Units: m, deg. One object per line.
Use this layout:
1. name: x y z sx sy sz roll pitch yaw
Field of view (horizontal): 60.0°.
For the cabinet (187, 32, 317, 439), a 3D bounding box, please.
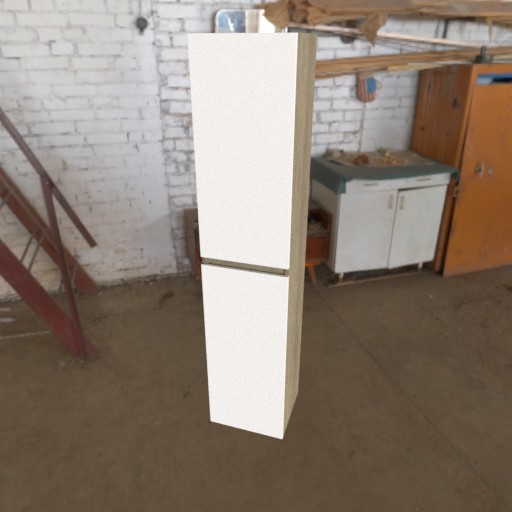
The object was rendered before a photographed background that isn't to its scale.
1. cabinet: 0.000 0.000 1.561 0.300 1.400 0.270 8 27 16
